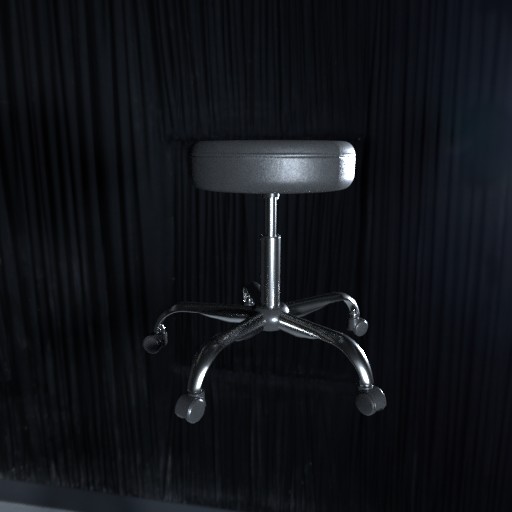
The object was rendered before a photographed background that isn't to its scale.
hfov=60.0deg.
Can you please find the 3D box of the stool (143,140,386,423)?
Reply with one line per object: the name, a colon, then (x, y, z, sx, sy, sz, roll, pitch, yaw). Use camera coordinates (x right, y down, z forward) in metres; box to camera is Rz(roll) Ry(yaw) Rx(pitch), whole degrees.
stool: (0.000, 0.000, 1.153, 0.638, 0.576, 0.673, 2, 13, 9)
